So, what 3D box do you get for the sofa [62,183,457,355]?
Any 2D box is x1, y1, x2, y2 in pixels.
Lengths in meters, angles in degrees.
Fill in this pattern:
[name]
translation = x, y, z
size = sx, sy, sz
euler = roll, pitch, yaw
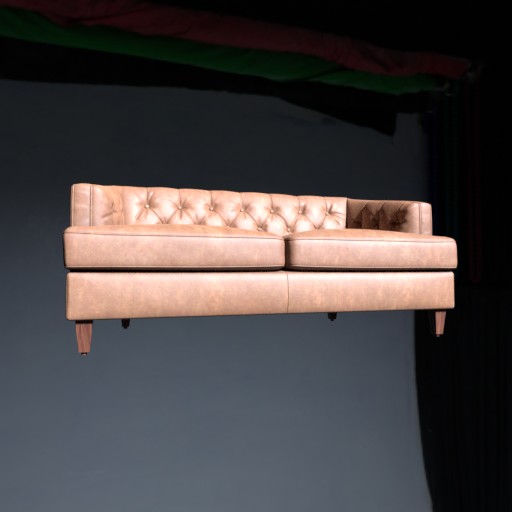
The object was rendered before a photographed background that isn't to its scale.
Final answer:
[sofa]
translation = 0.000, 0.000, 2.286
size = 1.755, 0.786, 0.914
euler = 1, -2, -17
